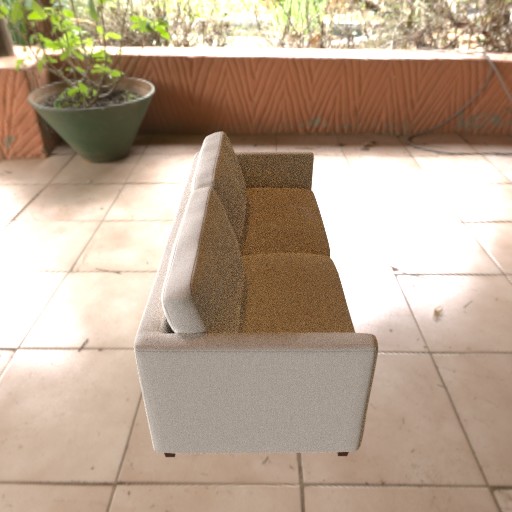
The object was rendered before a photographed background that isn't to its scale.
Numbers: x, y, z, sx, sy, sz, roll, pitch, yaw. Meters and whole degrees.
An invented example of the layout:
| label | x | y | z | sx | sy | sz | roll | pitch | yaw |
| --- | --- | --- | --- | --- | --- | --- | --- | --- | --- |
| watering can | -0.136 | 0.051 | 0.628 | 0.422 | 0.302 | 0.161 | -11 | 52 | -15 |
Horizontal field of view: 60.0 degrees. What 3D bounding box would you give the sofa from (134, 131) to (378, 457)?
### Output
| label | x | y | z | sx | sy | sz | roll | pitch | yaw |
| --- | --- | --- | --- | --- | --- | --- | --- | --- | --- |
| sofa | 0.000 | 0.000 | 2.610 | 0.924 | 0.933 | 2.139 | 0 | 32 | 0 |
